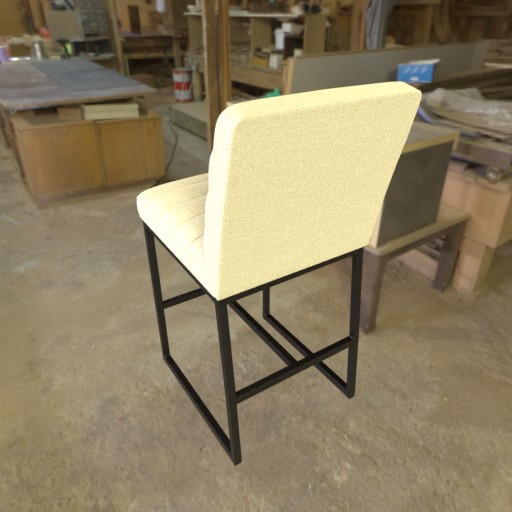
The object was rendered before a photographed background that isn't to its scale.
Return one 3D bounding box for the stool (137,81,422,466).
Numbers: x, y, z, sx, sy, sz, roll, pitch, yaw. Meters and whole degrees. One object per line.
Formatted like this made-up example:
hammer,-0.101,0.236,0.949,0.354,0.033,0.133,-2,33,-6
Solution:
stool,0.000,0.000,1.220,0.460,0.940,0.560,-18,35,-28
